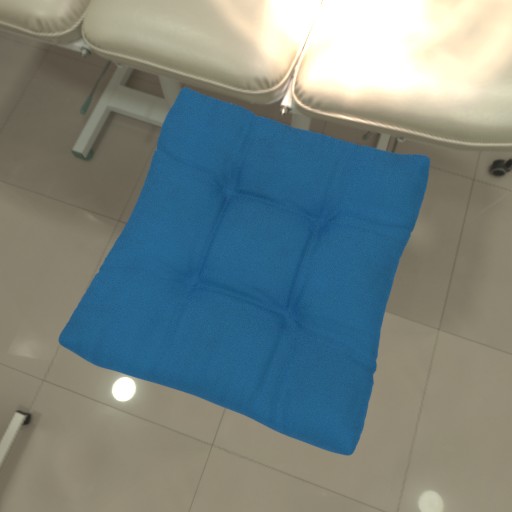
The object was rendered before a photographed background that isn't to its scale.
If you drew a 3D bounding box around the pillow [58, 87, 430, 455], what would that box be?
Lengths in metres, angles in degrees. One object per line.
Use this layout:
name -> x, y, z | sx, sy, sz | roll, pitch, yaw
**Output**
pillow -> 0.000, 0.000, 0.727 | 0.468, 0.128, 0.490 | 18, 74, 6
